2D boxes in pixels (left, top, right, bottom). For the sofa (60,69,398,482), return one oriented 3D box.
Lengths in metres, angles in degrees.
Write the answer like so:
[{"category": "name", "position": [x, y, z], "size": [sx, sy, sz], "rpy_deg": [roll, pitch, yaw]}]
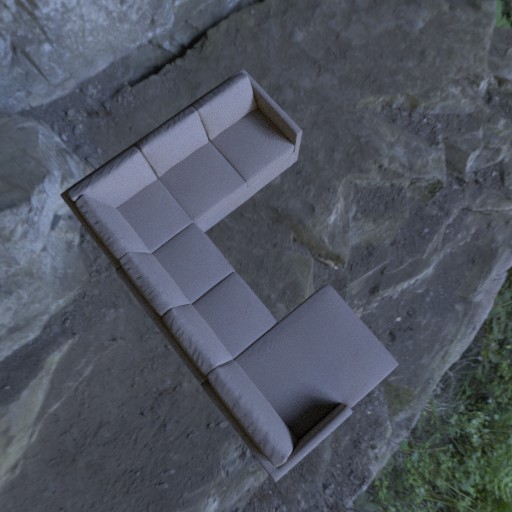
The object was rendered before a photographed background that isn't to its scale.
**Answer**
[{"category": "sofa", "position": [0.000, 0.000, 4.626], "size": [2.476, 0.878, 3.528], "rpy_deg": [-38, 78, -10]}]
